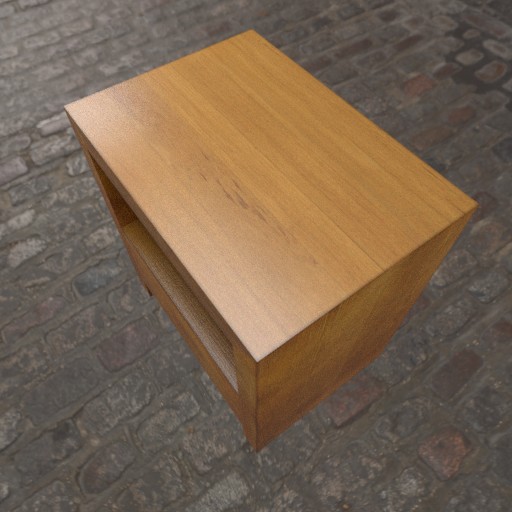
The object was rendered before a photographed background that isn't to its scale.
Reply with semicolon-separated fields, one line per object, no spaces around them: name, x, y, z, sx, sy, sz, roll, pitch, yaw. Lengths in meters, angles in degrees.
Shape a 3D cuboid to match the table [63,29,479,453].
table;0.000;0.000;0.941;0.400;0.605;0.550;-32;62;-19
